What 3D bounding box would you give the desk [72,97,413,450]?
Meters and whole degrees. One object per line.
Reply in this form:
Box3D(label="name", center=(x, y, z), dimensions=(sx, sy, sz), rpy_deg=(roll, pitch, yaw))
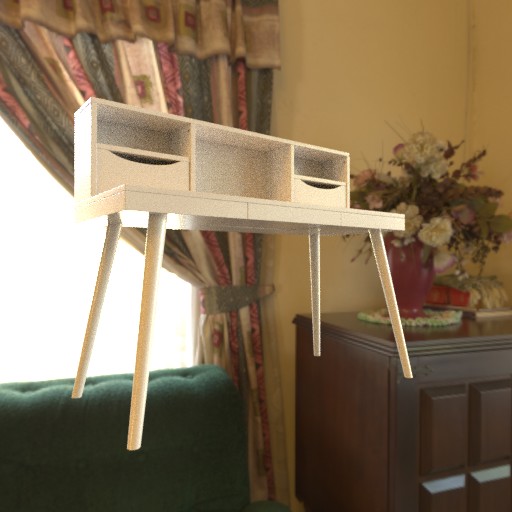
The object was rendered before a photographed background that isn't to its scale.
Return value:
Box3D(label="desk", center=(0.000, 0.000, 1.690), dimensions=(1.199, 0.990, 0.559), rpy_deg=(1, -1, -37))
